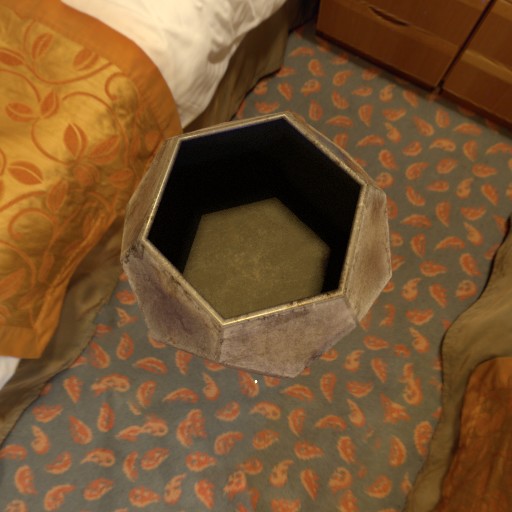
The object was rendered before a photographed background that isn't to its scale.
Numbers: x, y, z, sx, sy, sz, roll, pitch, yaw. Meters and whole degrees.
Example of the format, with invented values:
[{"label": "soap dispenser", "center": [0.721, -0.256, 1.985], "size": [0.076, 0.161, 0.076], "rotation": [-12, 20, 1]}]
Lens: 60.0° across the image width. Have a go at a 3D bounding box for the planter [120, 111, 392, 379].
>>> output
[{"label": "planter", "center": [0.000, 0.000, 0.439], "size": [0.221, 0.238, 0.243], "rotation": [-14, 75, -4]}]
